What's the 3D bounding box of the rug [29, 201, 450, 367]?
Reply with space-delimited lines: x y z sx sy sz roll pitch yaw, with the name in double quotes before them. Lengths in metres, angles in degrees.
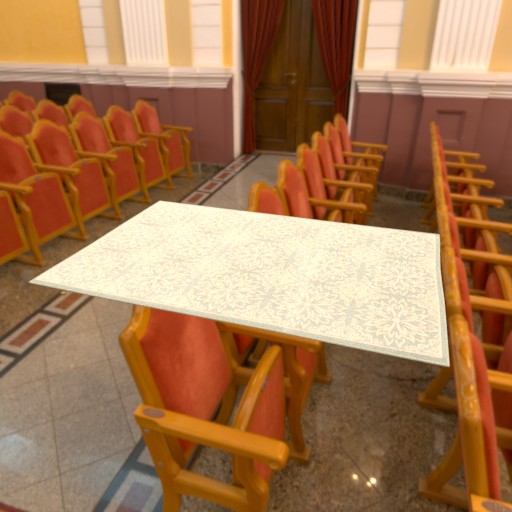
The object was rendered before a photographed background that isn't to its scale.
"rug" 0.000 0.000 2.327 1.840 0.012 1.219 9 28 17
